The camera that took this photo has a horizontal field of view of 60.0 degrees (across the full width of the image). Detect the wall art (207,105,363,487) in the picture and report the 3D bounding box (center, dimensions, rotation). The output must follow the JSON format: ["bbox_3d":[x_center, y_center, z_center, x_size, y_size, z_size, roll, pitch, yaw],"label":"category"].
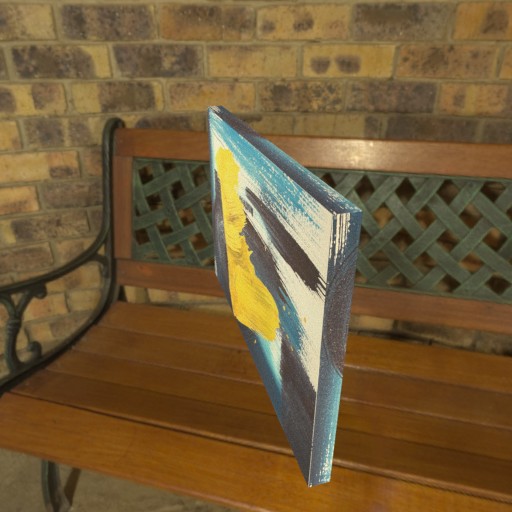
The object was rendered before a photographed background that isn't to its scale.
[{"bbox_3d":[0.000,0.000,0.775,0.033,0.406,0.609,-8,29,-15],"label":"wall art"}]
